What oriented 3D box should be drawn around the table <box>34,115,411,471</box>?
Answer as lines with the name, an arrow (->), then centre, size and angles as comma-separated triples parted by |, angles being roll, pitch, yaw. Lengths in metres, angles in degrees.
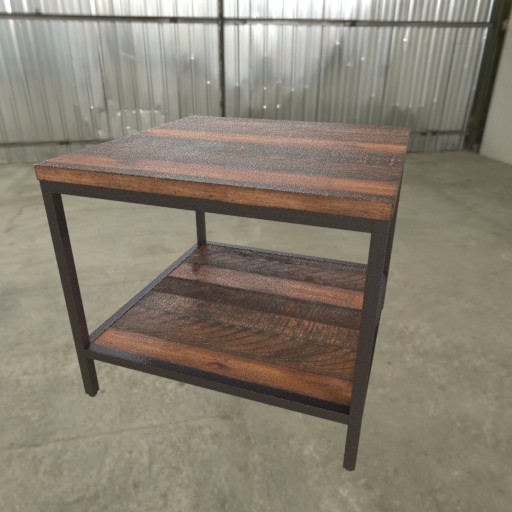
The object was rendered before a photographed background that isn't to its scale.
table -> 0.000, 0.000, 0.953 | 0.548, 0.482, 0.553 | 9, 27, 17
